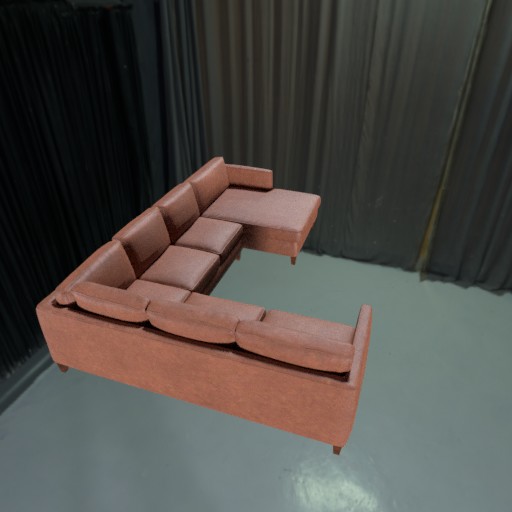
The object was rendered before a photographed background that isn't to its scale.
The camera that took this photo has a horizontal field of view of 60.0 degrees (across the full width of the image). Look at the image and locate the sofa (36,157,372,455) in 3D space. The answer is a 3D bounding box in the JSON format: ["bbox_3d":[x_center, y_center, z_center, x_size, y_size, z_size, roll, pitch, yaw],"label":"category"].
[{"bbox_3d":[0.000,0.000,4.675,2.593,0.923,3.460,11,34,16],"label":"sofa"}]
